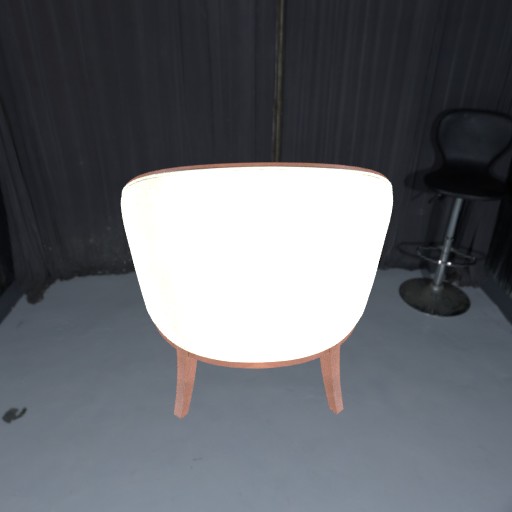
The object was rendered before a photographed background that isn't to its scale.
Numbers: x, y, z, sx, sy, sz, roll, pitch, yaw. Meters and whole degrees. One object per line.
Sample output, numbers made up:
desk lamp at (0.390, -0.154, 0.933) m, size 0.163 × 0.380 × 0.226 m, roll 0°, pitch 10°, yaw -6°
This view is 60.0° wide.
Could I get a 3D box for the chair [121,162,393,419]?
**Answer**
chair at (0.000, 0.000, 1.515) m, size 0.803 × 0.876 × 0.735 m, roll -1°, pitch 29°, yaw -2°
